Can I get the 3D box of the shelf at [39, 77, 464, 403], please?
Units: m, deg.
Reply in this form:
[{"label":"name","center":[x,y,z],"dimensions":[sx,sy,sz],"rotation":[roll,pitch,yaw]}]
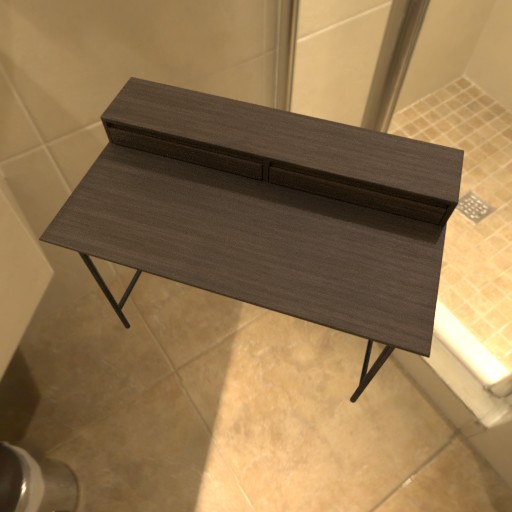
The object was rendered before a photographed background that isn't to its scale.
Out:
[{"label":"shelf","center":[0.000,0.000,1.727],"dimensions":[1.212,0.865,0.685],"rotation":[16,59,10]}]
